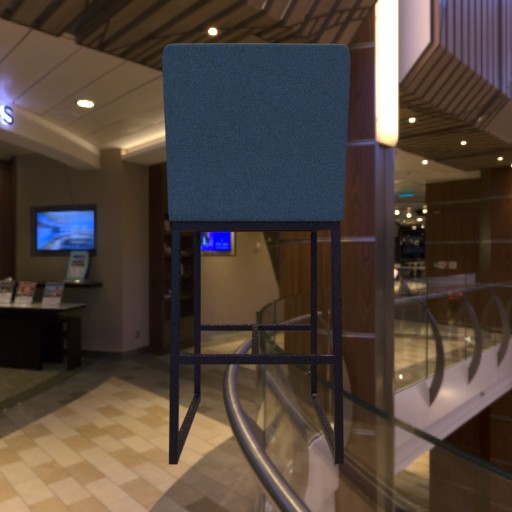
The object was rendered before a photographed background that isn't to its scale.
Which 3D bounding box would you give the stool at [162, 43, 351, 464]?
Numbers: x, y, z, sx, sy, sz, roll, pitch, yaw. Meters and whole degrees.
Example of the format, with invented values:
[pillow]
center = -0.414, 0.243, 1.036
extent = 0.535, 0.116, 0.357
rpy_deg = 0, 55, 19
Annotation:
[stool]
center = 0.000, 0.000, 1.336
extent = 0.460, 1.040, 0.560
rpy_deg = 0, 0, 0
